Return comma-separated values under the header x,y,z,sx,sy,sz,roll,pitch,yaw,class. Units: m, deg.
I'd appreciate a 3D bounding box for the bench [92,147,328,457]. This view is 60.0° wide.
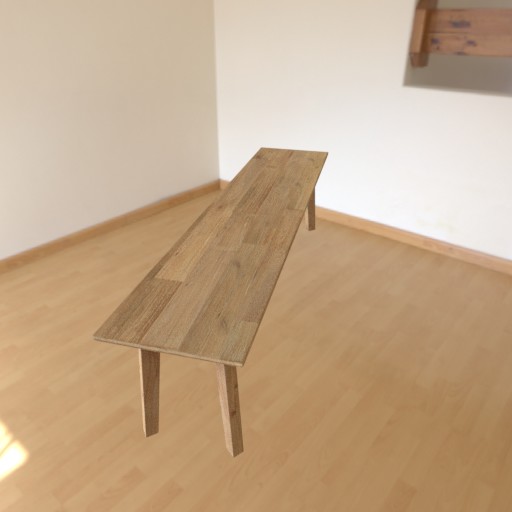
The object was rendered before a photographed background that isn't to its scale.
x,y,z,sx,sy,sz,roll,pitch,yaw,class
0.000,0.000,1.845,0.378,0.431,1.698,7,30,13,bench
